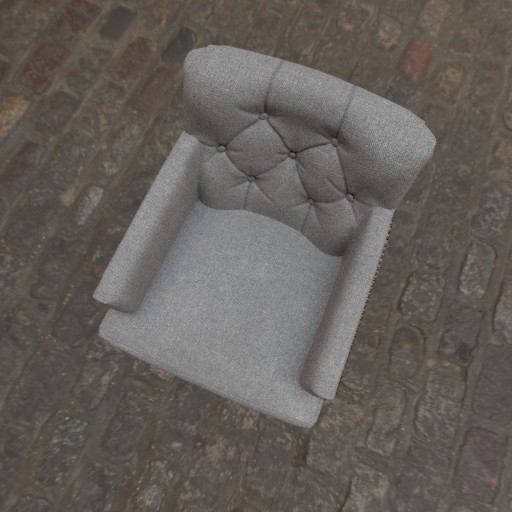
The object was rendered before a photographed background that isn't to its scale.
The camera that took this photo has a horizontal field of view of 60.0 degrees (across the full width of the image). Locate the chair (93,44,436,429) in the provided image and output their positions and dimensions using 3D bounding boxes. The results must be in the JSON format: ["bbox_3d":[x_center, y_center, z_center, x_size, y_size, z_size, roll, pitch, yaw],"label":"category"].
[{"bbox_3d":[0.000,0.000,1.464,0.737,0.823,0.902,22,76,6],"label":"chair"}]
